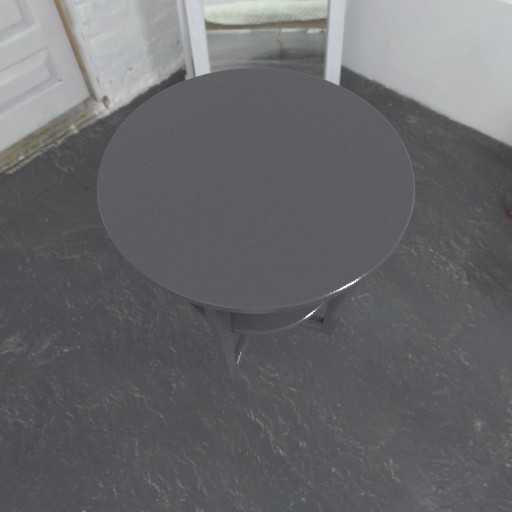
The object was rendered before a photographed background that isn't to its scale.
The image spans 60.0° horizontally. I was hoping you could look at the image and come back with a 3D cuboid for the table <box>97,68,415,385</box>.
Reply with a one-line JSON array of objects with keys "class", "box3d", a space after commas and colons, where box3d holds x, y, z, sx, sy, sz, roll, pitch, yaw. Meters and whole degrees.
[{"class": "table", "box3d": [0.000, 0.000, 0.941, 0.500, 0.550, 0.500, 0, 58, 0]}]
